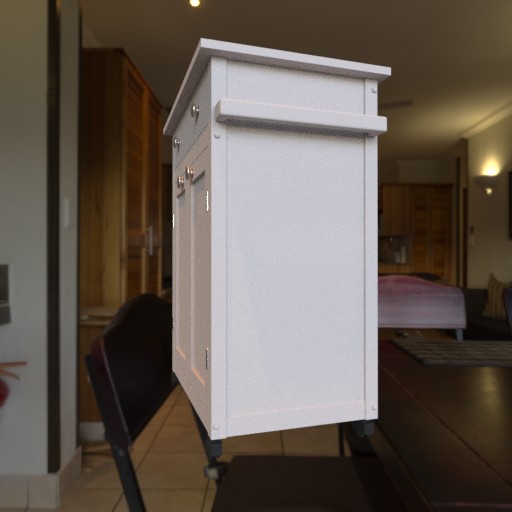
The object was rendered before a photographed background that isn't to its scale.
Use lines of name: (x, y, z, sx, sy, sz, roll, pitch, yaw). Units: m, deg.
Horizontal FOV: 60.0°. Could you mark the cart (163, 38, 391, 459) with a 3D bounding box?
cart: (0.000, 0.000, 1.255, 0.442, 0.864, 0.683, 0, 0, -18)
